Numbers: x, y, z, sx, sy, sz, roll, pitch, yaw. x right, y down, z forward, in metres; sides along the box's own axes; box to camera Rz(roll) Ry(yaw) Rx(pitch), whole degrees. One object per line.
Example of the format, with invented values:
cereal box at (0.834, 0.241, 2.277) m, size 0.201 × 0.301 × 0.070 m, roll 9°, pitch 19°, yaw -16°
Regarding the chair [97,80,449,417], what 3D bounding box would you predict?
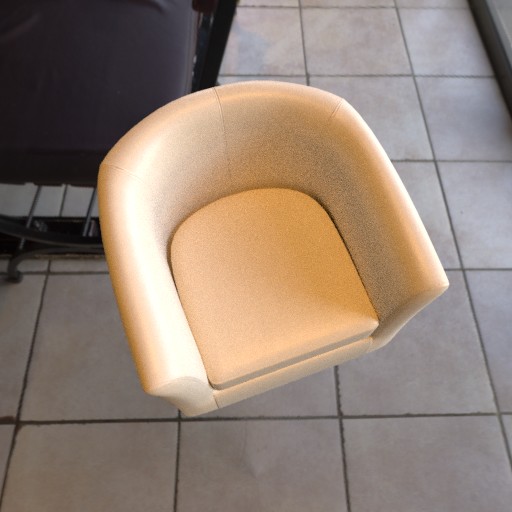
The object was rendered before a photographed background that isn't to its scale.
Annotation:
chair at (0.000, 0.000, 1.393) m, size 0.792 × 0.756 × 0.727 m, roll -18°, pitch 65°, yaw -9°
